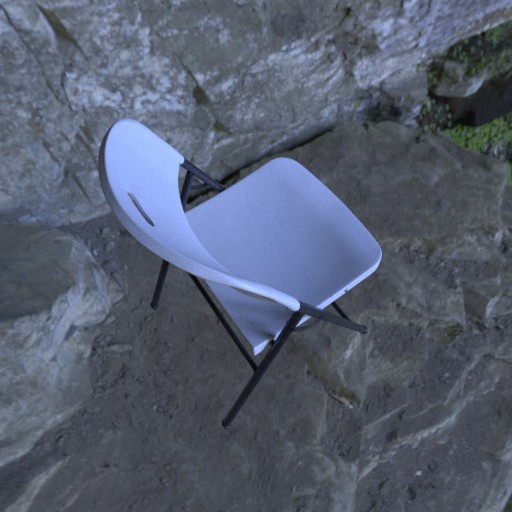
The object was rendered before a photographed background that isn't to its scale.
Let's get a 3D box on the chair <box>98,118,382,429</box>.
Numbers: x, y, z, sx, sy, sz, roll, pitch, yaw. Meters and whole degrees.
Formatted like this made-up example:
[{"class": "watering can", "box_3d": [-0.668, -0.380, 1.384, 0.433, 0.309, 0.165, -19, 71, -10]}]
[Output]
[{"class": "chair", "box_3d": [0.000, 0.000, 1.145, 0.566, 0.810, 0.494, -30, 63, -17]}]
